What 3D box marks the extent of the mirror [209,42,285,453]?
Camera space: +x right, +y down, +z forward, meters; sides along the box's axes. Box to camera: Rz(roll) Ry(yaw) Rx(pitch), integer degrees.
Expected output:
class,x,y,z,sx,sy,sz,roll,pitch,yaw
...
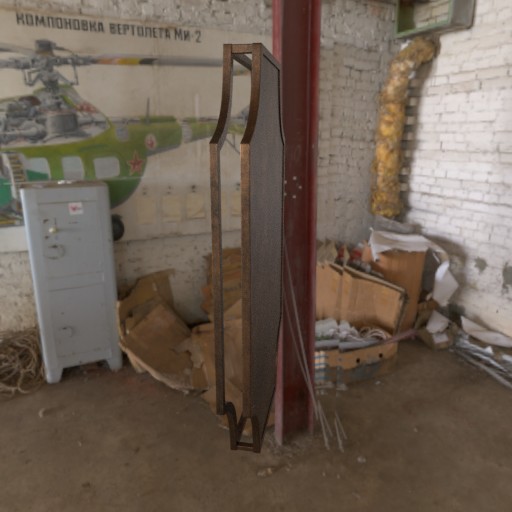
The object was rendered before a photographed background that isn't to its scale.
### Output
class,x,y,z,sx,sy,sz,roll,pitch,yaw
mirror,0.000,0.000,0.973,0.066,0.811,0.462,3,16,10
